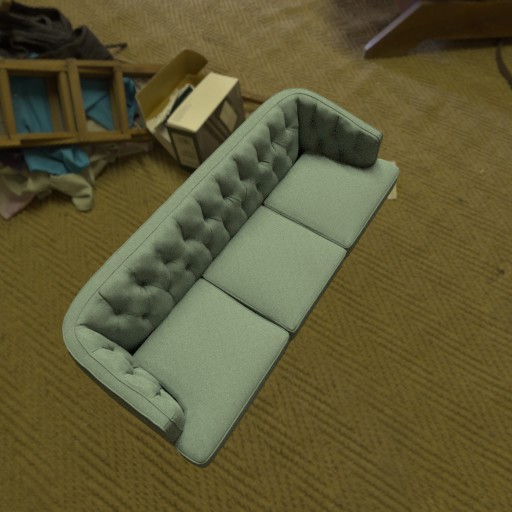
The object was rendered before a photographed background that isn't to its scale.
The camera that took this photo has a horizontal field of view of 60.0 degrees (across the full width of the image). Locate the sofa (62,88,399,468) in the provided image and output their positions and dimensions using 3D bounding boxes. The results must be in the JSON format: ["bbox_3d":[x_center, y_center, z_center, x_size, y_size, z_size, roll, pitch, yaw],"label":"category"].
[{"bbox_3d":[0.000,0.000,2.727,0.941,0.855,2.278,30,63,17],"label":"sofa"}]
